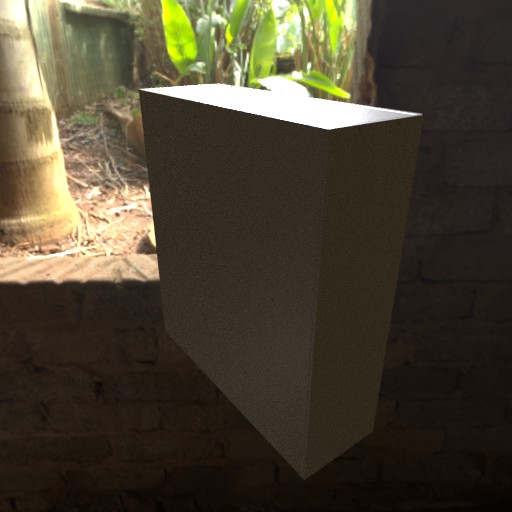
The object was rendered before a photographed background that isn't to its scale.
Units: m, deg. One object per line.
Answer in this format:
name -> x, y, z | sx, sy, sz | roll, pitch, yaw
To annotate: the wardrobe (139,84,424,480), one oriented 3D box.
wardrobe -> 0.000, 0.000, 2.901 | 0.629, 1.960, 1.780 | -18, 31, -32
